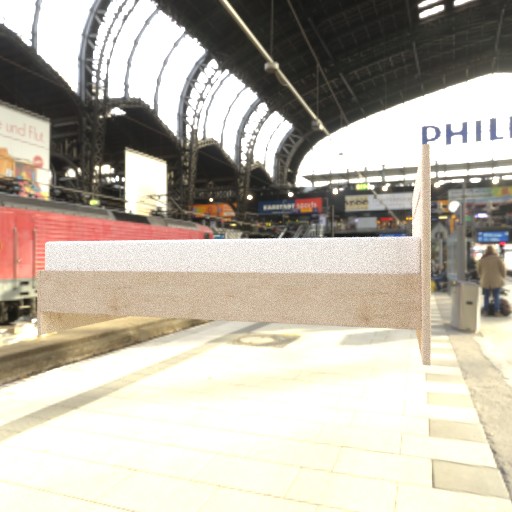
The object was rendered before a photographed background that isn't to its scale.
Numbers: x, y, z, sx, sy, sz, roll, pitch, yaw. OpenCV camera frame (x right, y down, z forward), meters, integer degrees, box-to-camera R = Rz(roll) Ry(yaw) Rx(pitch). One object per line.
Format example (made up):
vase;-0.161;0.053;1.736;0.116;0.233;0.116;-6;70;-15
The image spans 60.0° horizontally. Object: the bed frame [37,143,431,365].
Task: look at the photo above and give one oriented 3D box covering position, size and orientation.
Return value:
bed frame;0.000;0.000;2.973;2.080;0.900;1.800;0;0;18
